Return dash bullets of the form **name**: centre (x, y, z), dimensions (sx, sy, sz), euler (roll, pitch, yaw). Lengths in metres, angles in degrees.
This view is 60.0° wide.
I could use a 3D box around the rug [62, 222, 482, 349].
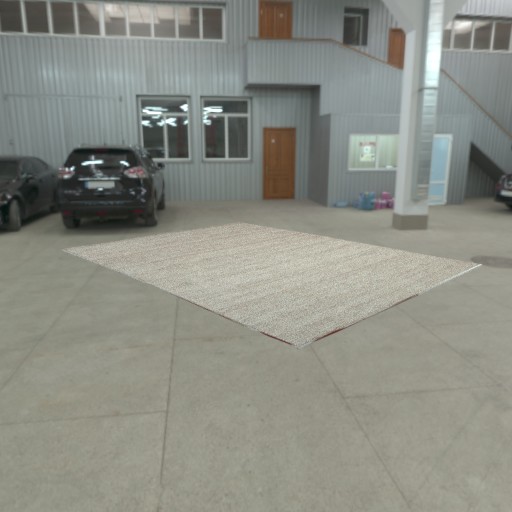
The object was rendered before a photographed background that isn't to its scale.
- **rug**: centre (0.000, 0.000, 4.188), dimensions (2.434, 0.045, 3.202), euler (-12, 18, -42)
